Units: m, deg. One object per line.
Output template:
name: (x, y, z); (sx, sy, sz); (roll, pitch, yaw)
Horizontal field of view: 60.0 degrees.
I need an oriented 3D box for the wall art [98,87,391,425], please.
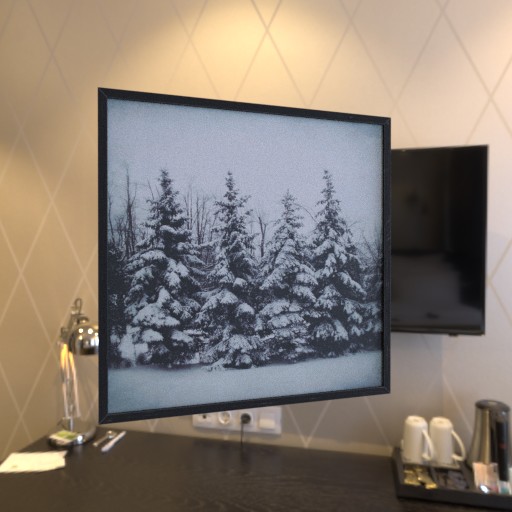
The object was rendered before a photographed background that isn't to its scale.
wall art: (0.000, 0.000, 0.755); (0.506, 0.506, 0.036); (0, 0, -17)
